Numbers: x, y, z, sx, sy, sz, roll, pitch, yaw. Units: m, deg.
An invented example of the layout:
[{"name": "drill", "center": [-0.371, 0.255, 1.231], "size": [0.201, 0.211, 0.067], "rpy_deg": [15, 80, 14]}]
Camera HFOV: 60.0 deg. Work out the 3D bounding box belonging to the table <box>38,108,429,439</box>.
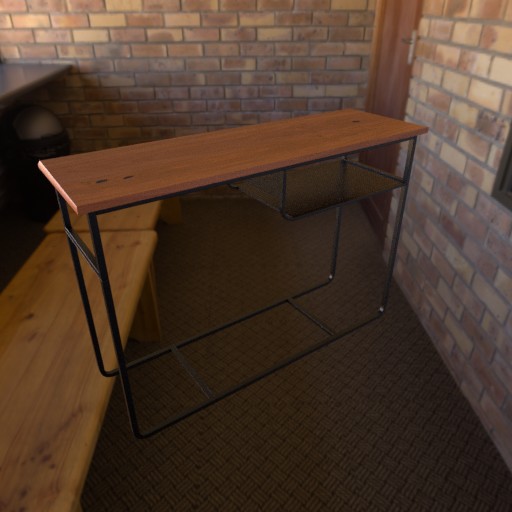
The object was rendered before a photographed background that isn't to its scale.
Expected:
[{"name": "table", "center": [0.000, 0.000, 1.451], "size": [1.100, 0.750, 0.350], "rpy_deg": [-19, 35, -30]}]
